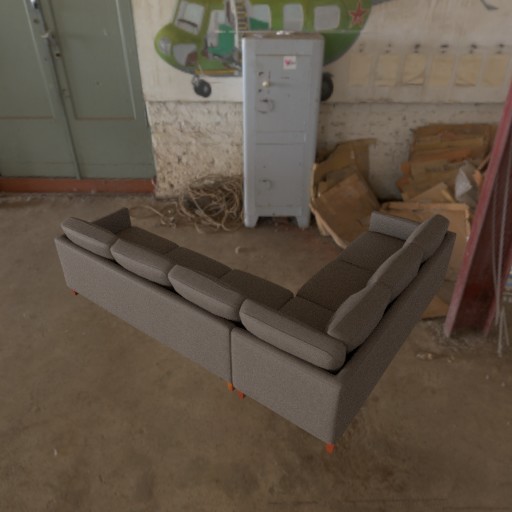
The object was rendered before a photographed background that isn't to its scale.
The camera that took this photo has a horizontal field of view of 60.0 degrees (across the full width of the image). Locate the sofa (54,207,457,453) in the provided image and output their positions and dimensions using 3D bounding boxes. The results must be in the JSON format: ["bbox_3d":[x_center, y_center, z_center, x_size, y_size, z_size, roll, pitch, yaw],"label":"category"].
[{"bbox_3d":[0.000,0.000,4.645,3.302,0.947,2.593,22,38,30],"label":"sofa"}]
